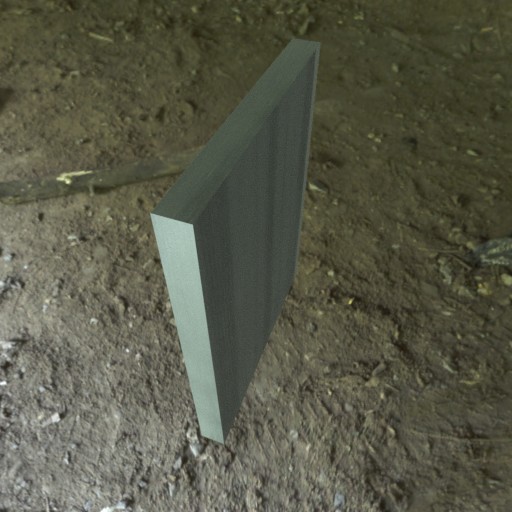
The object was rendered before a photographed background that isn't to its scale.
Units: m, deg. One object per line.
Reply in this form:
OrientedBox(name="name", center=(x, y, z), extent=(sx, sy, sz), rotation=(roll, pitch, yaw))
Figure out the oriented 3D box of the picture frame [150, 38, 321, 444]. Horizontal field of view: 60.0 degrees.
OrientedBox(name="picture frame", center=(0.000, 0.000, 0.765), extent=(0.046, 0.555, 0.449), rotation=(16, 49, 14))
